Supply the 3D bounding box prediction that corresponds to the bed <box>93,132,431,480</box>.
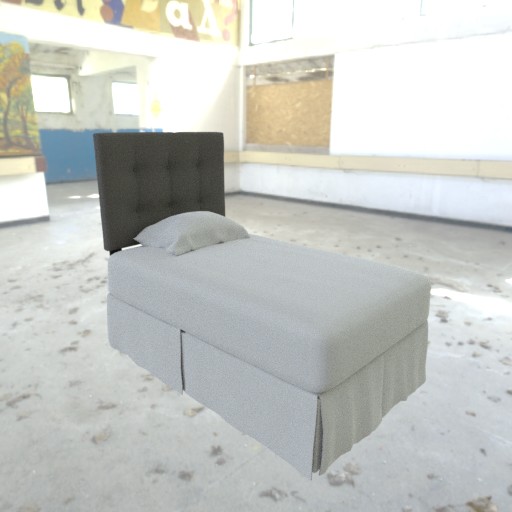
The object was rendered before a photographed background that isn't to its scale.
[{"bbox_3d":[0.000,0.000,2.931,1.997,1.571,1.261,15,22,42],"label":"bed"}]
